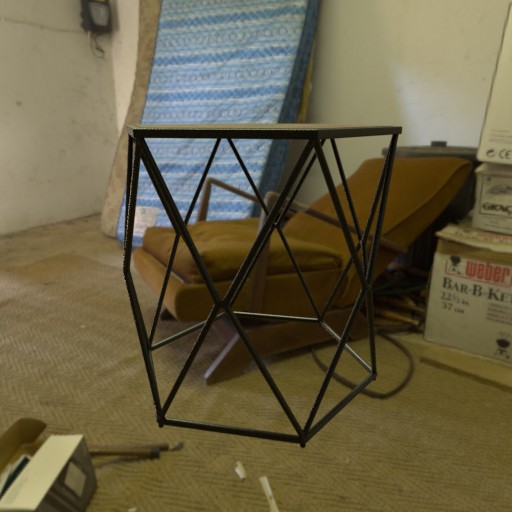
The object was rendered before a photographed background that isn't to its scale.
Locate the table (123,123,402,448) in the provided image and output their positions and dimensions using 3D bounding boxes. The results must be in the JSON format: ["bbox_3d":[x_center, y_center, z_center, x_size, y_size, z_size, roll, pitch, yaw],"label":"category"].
[{"bbox_3d":[0.000,0.000,0.997,0.578,0.564,0.579,3,18,11],"label":"table"}]
